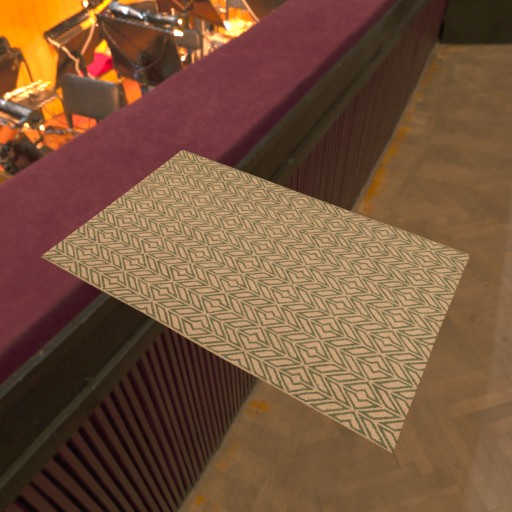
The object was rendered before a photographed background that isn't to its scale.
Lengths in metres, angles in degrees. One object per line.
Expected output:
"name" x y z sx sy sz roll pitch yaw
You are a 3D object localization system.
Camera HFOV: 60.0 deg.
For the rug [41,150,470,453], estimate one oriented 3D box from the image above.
"rug" 0.000 0.000 2.962 2.435 0.011 1.517 24 50 21
